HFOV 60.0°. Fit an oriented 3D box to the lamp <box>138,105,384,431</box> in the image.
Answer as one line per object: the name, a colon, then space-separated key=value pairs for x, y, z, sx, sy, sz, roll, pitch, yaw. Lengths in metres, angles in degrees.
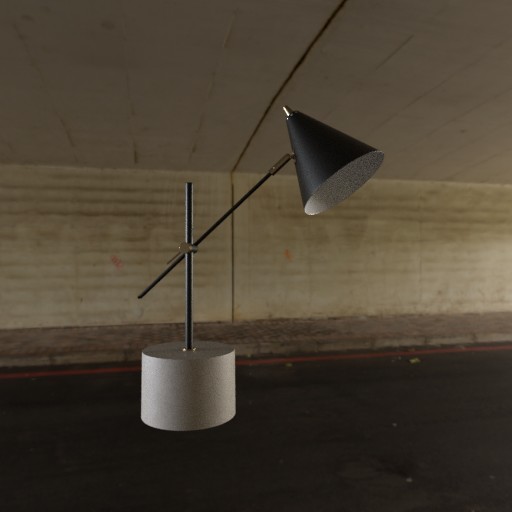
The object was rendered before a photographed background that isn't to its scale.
lamp: x=0.000 y=0.000 z=0.728 sx=0.403 sy=0.518 sz=0.214 roll=0 pitch=-1 yaw=18
